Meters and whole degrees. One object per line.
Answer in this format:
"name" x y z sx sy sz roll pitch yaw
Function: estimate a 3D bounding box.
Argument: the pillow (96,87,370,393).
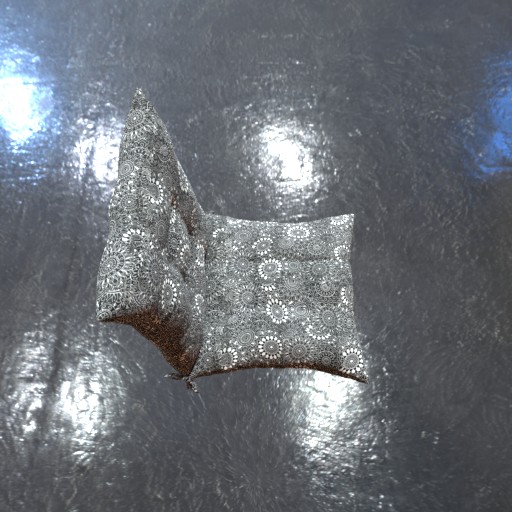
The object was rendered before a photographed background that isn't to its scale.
"pillow" 0.000 0.000 1.036 0.585 0.536 0.541 1 63 0
